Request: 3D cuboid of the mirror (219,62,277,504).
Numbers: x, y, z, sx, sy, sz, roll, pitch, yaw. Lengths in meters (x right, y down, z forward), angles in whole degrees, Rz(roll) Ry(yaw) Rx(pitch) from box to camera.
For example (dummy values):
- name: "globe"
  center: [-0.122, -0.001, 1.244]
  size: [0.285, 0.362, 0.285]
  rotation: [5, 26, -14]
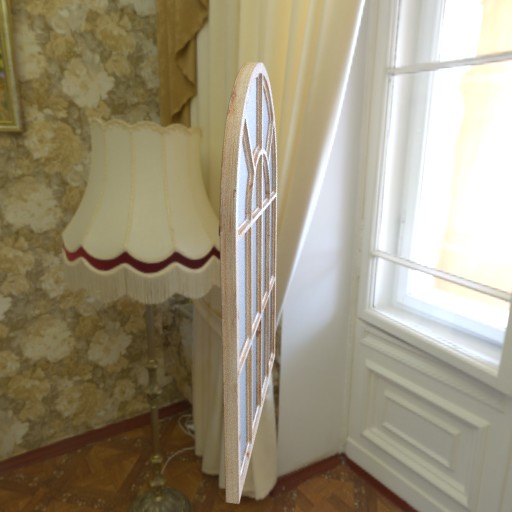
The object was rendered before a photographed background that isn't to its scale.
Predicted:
- name: "mirror"
  center: [0.000, 0.000, 1.143]
  size: [0.032, 0.920, 0.660]
  rotation: [2, 16, 9]
